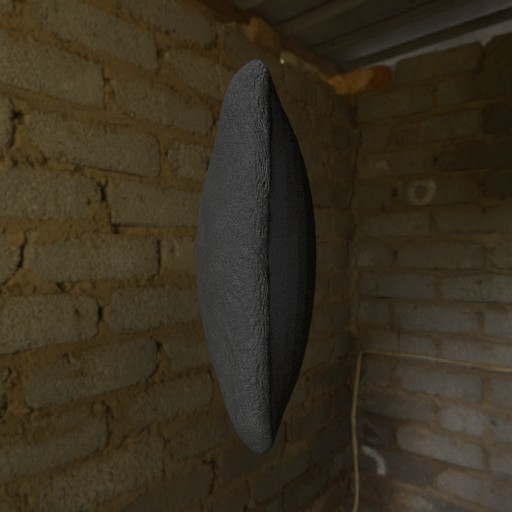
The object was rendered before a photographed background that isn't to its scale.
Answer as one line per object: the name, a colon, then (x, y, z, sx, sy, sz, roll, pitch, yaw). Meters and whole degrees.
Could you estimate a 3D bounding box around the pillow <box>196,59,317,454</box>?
pillow: (0.000, 0.000, 0.817, 0.210, 0.523, 0.533, 0, 0, 0)
